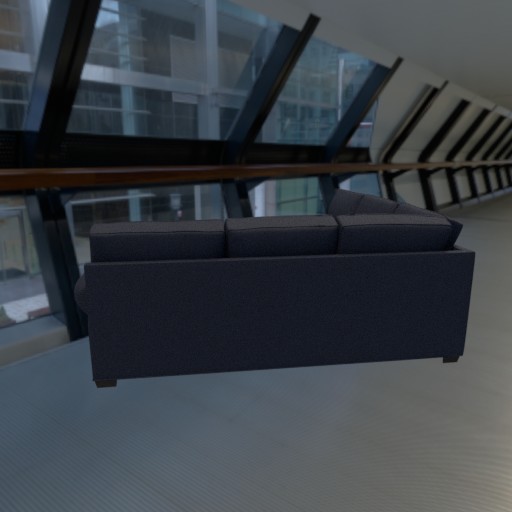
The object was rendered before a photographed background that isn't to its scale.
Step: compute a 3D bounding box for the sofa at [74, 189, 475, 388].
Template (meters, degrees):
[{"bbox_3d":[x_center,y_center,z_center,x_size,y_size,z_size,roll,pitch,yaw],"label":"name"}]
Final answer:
[{"bbox_3d":[0.000,0.000,3.980,2.562,1.042,2.487,-2,14,-8],"label":"sofa"}]
